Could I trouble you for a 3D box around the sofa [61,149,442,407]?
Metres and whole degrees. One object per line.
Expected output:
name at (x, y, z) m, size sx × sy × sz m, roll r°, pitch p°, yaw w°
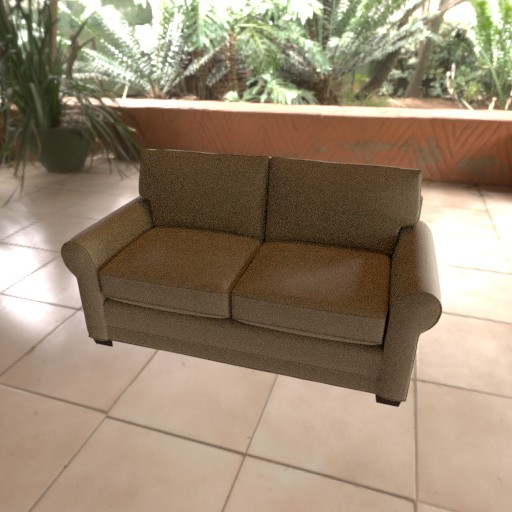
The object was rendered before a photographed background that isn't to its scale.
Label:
sofa at (0.000, 0.000, 2.343) m, size 1.774 × 0.933 × 0.861 m, roll 8°, pitch 28°, yaw 15°
